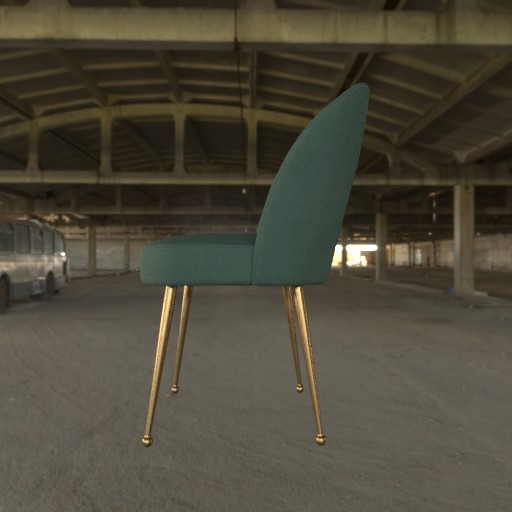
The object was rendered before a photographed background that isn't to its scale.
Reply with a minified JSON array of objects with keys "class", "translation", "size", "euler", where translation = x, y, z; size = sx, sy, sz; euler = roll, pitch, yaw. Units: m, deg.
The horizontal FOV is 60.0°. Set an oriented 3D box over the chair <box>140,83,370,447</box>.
[{"class":"chair","translation":[0.000,0.000,1.198],"size":[0.577,0.860,0.527],"euler":[0,0,-1]}]
